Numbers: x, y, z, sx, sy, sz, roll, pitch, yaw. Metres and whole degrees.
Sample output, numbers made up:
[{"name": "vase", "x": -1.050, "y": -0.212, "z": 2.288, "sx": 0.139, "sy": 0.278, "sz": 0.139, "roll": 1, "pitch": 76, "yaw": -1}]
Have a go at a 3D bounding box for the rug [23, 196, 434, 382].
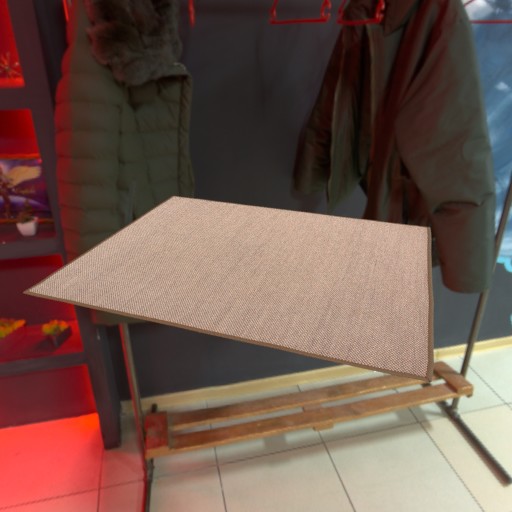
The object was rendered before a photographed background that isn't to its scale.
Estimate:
[{"name": "rug", "x": 0.000, "y": 0.000, "z": 4.036, "sx": 3.041, "sy": 0.020, "sz": 2.413, "roll": 9, "pitch": 28, "yaw": 17}]
